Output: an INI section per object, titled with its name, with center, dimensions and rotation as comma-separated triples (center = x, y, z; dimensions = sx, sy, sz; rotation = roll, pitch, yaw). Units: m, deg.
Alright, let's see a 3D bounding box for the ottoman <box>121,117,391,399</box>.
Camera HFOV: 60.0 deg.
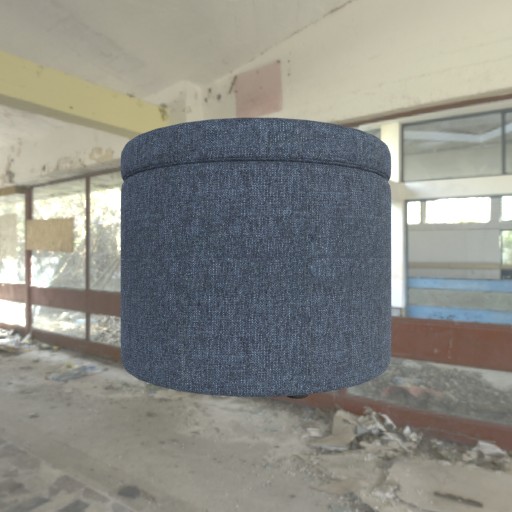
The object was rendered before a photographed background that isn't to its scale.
[ottoman]
center = 0.000, 0.000, 0.857
dimensions = 0.500, 0.419, 0.500
rotation = 0, 0, 0
